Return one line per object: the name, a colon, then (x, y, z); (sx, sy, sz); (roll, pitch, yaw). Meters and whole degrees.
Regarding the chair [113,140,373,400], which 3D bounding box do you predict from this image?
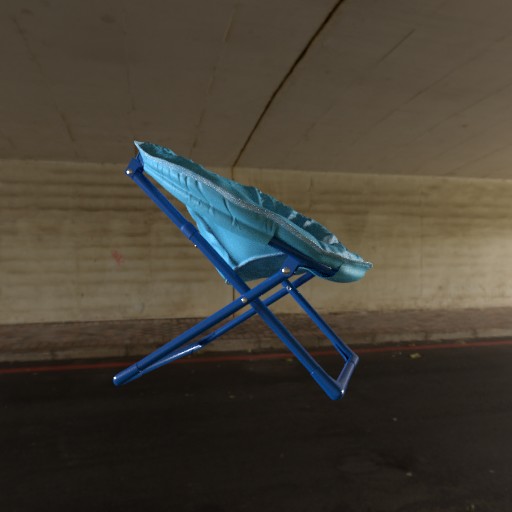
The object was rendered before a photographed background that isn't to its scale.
chair: (0.000, 0.000, 0.911); (0.465, 0.478, 0.520); (0, 0, 18)
